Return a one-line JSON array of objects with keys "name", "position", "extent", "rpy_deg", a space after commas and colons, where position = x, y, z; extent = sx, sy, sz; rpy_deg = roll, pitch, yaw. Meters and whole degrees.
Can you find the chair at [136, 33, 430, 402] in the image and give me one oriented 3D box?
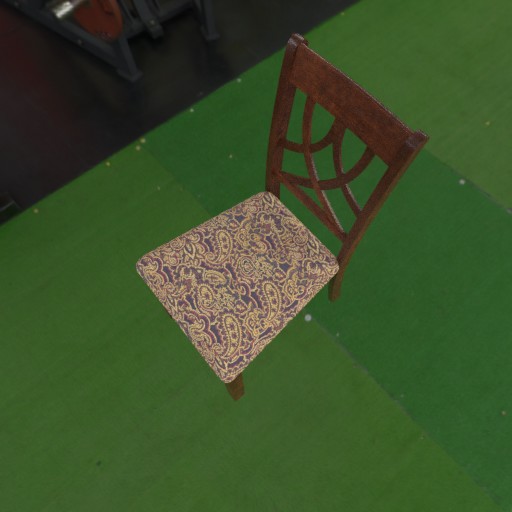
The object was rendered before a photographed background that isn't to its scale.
[{"name": "chair", "position": [0.000, 0.000, 1.293], "extent": [0.584, 0.965, 0.457], "rpy_deg": [-36, 70, -16]}]
